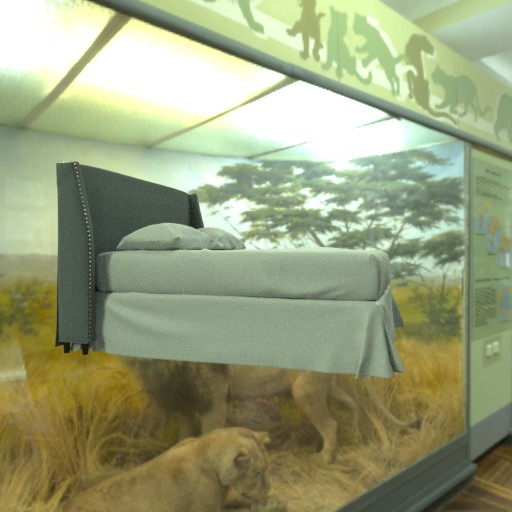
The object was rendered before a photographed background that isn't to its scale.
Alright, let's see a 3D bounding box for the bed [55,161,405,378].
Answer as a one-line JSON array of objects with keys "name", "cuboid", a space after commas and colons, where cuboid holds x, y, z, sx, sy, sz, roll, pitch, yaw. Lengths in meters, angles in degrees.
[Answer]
[{"name": "bed", "cuboid": [0.000, 0.000, 3.565, 2.276, 1.332, 1.925, 0, 1, 19]}]
